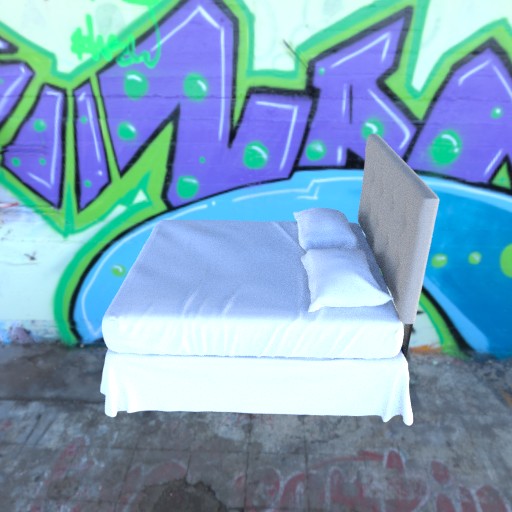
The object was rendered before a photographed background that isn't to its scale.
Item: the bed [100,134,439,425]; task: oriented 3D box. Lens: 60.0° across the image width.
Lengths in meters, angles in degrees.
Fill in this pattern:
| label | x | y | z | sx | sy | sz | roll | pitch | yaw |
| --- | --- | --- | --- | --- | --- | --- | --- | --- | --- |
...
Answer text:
| label | x | y | z | sx | sy | sz | roll | pitch | yaw |
| --- | --- | --- | --- | --- | --- | --- | --- | --- | --- |
| bed | 0.000 | 0.000 | 3.492 | 2.222 | 1.577 | 1.936 | 1 | 27 | 2 |
